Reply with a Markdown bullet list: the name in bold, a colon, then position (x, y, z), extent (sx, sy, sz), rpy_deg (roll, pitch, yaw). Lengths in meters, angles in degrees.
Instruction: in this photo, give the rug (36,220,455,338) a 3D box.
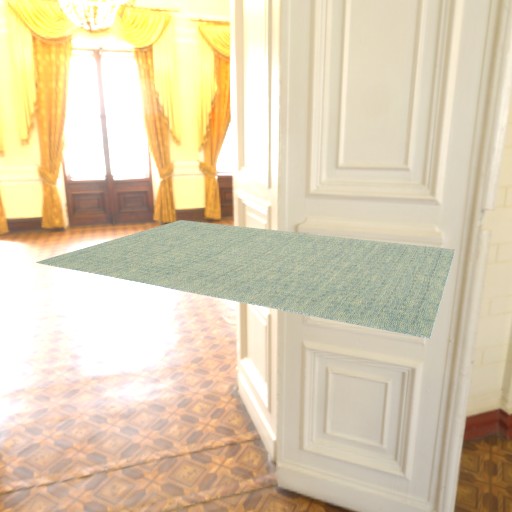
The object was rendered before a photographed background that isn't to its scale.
- **rug**: position (0.000, 0.000, 2.203), extent (1.752, 0.006, 1.142), rpy_deg (8, 18, 26)
